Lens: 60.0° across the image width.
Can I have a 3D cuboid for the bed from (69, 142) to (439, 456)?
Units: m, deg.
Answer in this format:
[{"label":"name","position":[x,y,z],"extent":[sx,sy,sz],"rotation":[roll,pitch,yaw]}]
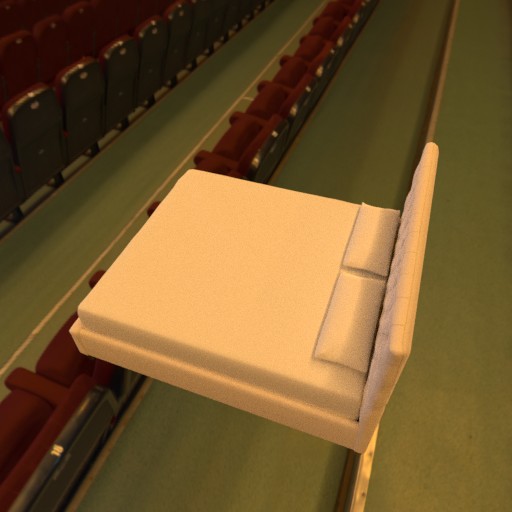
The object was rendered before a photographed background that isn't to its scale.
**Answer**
[{"label":"bed","position":[0.000,0.000,3.642],"extent":[2.387,1.427,2.078],"rotation":[15,48,14]}]
